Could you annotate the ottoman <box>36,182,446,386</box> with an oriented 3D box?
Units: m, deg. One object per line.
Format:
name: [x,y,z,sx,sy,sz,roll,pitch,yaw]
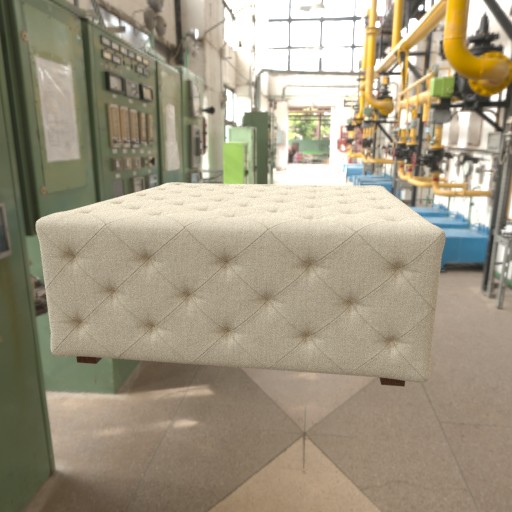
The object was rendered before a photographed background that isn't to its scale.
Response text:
ottoman: [0.000,0.000,1.609,1.028,0.439,1.028,2,15,8]
